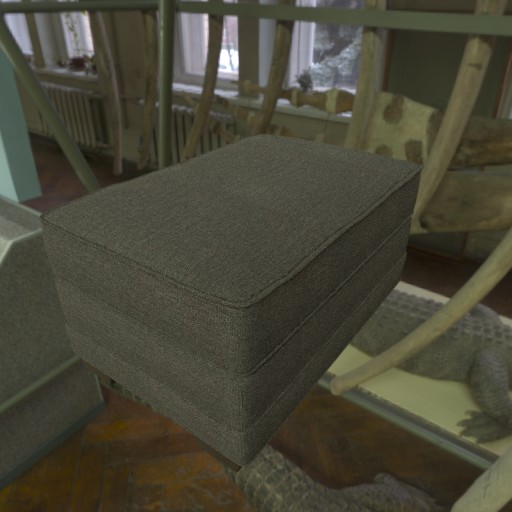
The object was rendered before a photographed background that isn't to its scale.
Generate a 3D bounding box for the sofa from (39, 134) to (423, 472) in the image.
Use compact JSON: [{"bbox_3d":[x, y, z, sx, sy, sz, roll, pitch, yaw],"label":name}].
[{"bbox_3d":[0.000,0.000,1.196,0.578,0.457,0.854,20,36,31],"label":"sofa"}]
